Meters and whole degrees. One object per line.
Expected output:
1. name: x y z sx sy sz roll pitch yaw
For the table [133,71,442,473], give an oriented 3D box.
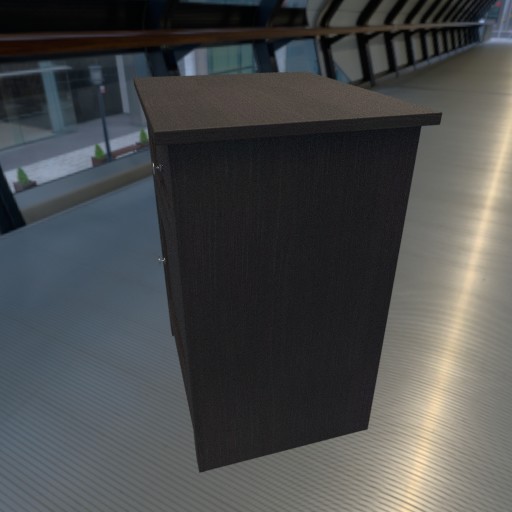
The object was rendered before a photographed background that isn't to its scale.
1. table: 0.000 0.000 0.902 0.381 0.635 0.480 -8 30 -14
